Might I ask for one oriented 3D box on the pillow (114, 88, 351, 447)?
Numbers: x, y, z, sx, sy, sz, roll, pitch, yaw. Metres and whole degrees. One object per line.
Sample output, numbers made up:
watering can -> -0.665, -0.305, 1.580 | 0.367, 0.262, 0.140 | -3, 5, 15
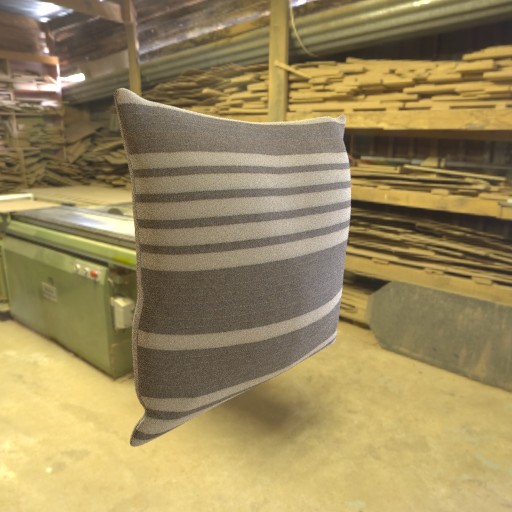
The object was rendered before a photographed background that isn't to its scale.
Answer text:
pillow -> 0.000, 0.000, 0.665 | 0.439, 0.440, 0.182 | -13, 19, -43
